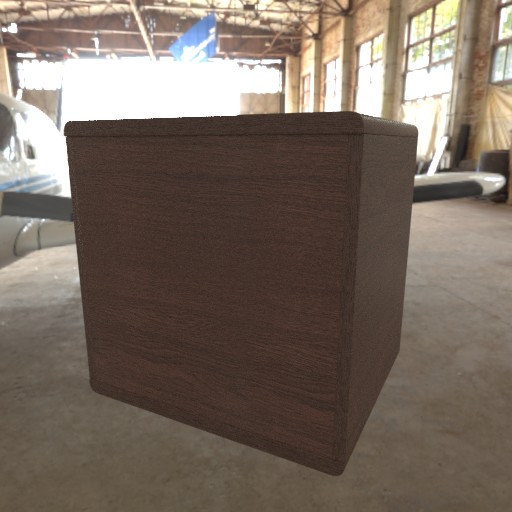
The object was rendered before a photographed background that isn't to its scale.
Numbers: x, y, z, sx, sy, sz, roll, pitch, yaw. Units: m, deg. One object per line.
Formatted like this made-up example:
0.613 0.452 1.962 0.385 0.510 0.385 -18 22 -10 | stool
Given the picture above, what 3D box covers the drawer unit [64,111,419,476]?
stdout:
0.000 0.000 0.590 0.344 0.344 0.290 7 16 27 | drawer unit
